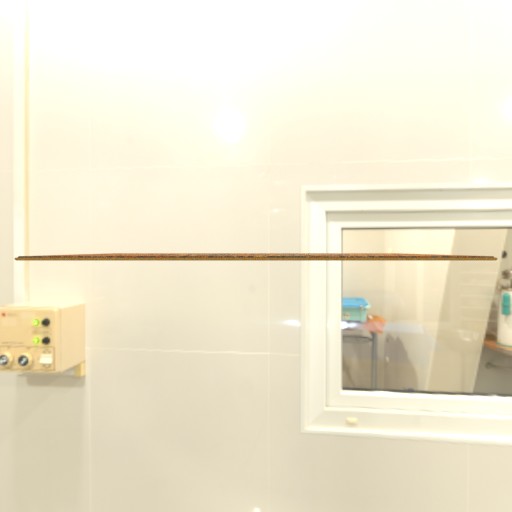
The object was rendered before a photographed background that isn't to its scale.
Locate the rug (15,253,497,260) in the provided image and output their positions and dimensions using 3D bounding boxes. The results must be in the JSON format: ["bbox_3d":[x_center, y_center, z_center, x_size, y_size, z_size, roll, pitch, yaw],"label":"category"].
[{"bbox_3d":[0.000,0.000,1.068,0.863,0.008,0.557,0,1,0],"label":"rug"}]
